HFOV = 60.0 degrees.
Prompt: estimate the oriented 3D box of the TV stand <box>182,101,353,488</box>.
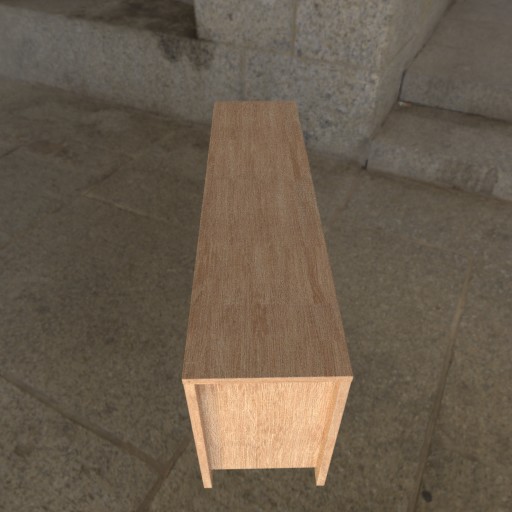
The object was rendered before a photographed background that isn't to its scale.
[{"bbox_3d":[0.000,0.000,1.714,0.398,0.610,1.466,-1,42,-1],"label":"TV stand"}]
